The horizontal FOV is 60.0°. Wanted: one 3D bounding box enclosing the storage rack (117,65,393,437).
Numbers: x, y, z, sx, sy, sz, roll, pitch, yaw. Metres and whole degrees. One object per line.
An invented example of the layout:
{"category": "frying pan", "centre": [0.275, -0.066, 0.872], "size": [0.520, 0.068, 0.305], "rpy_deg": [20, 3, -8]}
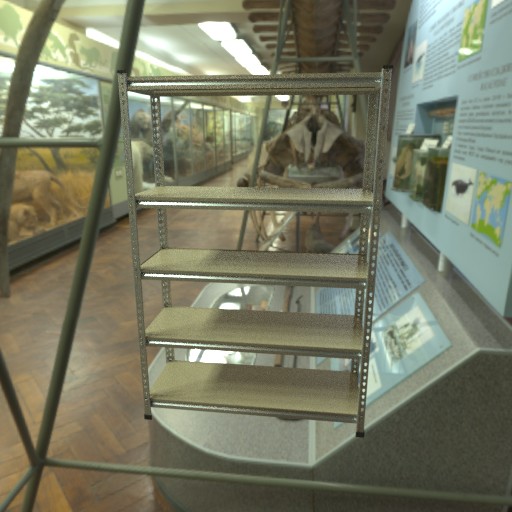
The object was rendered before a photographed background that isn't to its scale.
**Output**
{"category": "storage rack", "centre": [0.000, 0.000, 2.392], "size": [1.219, 1.829, 0.457], "rpy_deg": [2, 16, 7]}
